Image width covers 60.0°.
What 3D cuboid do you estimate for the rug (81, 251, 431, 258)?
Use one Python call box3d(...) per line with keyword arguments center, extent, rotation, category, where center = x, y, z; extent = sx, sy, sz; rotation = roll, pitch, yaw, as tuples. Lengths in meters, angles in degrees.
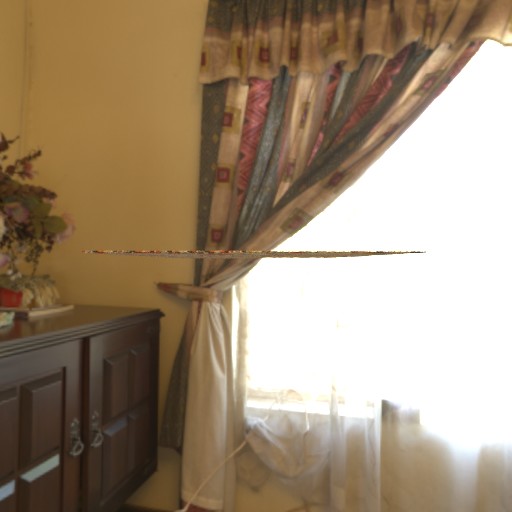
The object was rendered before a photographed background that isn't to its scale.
box3d(center=(0.000, 0.000, 3.180), extent=(1.523, 0.010, 2.584), rotation=(0, -1, 0), category="rug")
